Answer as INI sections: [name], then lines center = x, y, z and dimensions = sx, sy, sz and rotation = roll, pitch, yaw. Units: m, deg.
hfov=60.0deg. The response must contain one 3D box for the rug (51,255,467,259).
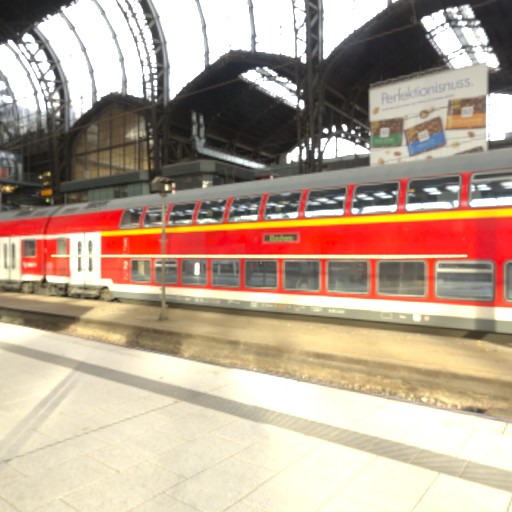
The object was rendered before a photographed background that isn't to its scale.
[rug]
center = 0.000, 0.000, 2.909
dimensions = 2.290, 0.014, 1.526
rotation = 0, 0, 36
